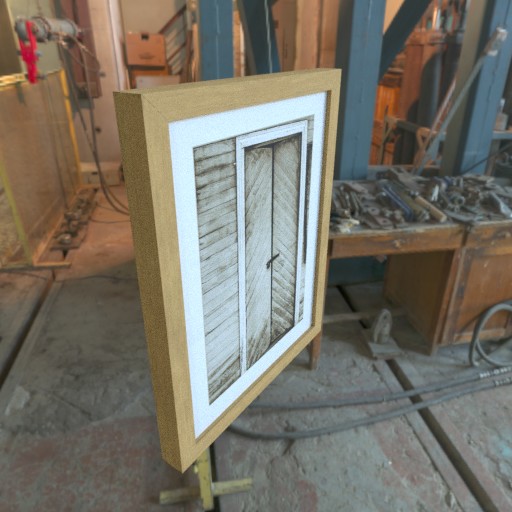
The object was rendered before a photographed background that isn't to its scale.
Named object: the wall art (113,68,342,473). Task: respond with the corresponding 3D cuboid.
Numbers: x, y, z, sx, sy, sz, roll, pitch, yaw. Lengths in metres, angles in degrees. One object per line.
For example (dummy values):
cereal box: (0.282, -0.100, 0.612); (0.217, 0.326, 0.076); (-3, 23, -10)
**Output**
wall art: (0.000, 0.000, 0.507); (0.030, 0.380, 0.312); (17, 31, 31)
